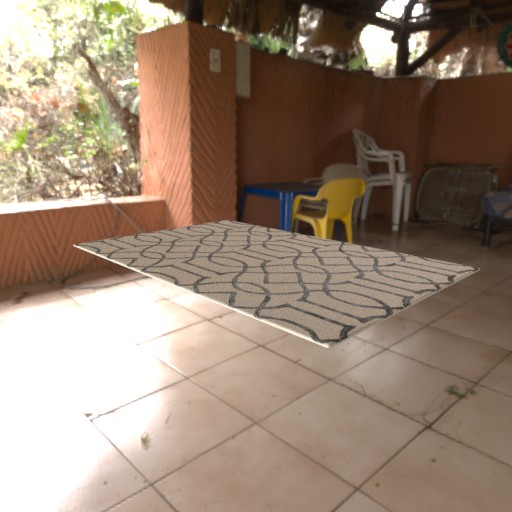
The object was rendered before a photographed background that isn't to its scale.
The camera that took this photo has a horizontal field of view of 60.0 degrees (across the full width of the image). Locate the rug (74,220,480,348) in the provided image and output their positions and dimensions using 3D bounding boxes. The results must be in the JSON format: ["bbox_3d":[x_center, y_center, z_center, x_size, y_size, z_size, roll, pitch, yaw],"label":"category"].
[{"bbox_3d":[0.000,0.000,3.007,1.521,0.017,2.365,-14,20,-42],"label":"rug"}]
